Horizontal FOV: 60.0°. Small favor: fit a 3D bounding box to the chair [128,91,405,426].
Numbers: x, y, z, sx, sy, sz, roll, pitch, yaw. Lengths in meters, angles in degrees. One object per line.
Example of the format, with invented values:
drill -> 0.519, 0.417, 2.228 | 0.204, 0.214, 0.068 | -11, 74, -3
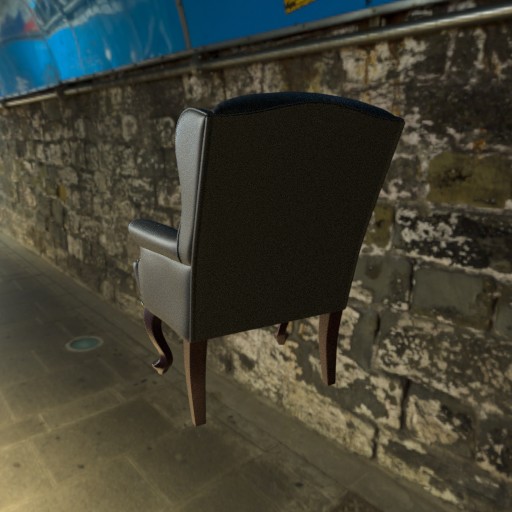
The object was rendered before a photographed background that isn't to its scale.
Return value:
chair -> 0.000, 0.000, 1.666 | 0.838, 1.111, 0.762 | -8, 16, -27
